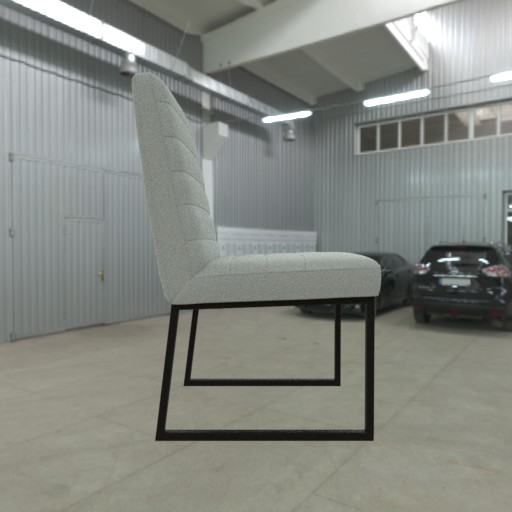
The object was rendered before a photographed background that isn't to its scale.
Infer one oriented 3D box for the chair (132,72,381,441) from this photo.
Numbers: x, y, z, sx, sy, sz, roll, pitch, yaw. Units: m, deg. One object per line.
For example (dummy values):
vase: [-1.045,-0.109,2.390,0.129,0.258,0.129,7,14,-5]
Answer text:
chair: [0.000,0.000,1.345,0.634,0.930,0.520,0,1,0]
